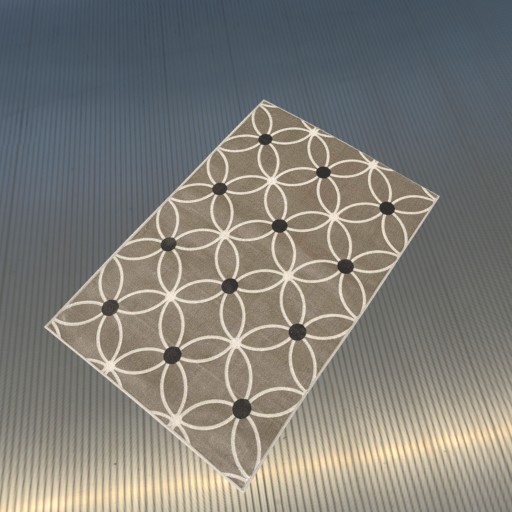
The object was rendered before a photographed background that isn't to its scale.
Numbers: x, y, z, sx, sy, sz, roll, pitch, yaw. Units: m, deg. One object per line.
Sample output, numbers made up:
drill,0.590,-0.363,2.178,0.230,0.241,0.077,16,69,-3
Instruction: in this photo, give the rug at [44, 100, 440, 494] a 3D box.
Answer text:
rug,0.000,0.000,2.886,1.522,0.008,2.284,33,69,15
